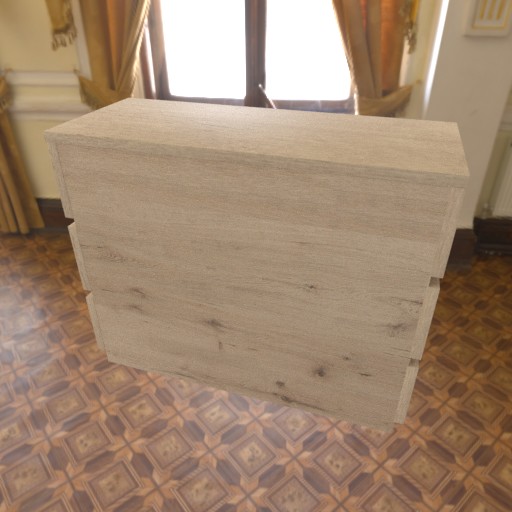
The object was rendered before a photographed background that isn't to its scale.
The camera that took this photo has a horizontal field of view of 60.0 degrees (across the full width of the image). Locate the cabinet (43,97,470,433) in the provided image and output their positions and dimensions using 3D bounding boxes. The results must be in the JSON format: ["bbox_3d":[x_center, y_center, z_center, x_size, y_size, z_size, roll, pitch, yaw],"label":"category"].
[{"bbox_3d":[0.000,0.000,1.412,1.040,0.820,0.420,9,33,15],"label":"cabinet"}]
